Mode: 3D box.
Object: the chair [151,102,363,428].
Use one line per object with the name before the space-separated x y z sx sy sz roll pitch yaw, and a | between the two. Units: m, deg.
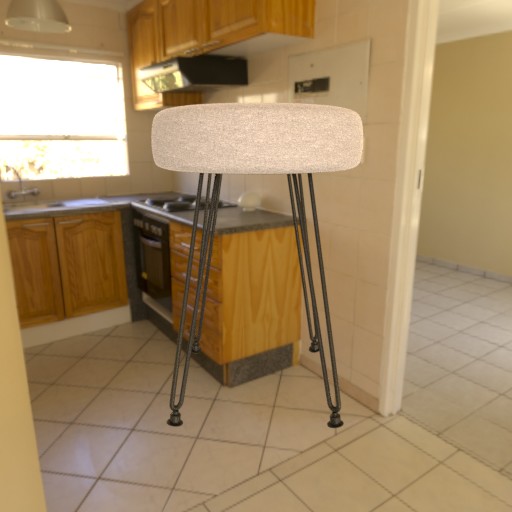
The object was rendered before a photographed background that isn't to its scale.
chair | 0.000 0.000 0.692 0.350 0.440 0.350 14 20 43
